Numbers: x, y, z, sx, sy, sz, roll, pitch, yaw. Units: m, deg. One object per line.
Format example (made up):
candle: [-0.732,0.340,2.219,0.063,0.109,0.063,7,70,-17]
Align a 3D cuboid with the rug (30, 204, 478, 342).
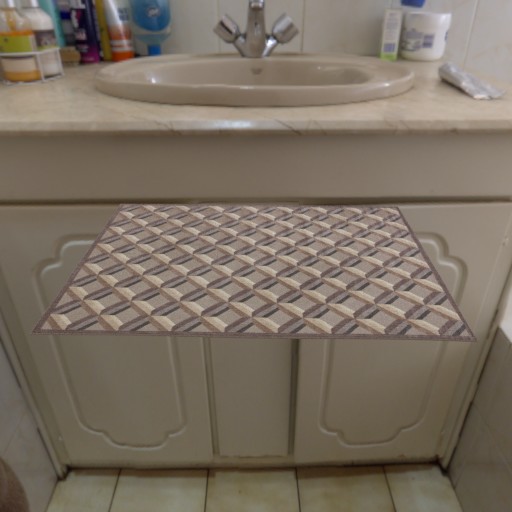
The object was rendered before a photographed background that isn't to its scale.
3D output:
rug: [0.000,0.000,2.909,2.260,0.013,1.600,1,31,1]
